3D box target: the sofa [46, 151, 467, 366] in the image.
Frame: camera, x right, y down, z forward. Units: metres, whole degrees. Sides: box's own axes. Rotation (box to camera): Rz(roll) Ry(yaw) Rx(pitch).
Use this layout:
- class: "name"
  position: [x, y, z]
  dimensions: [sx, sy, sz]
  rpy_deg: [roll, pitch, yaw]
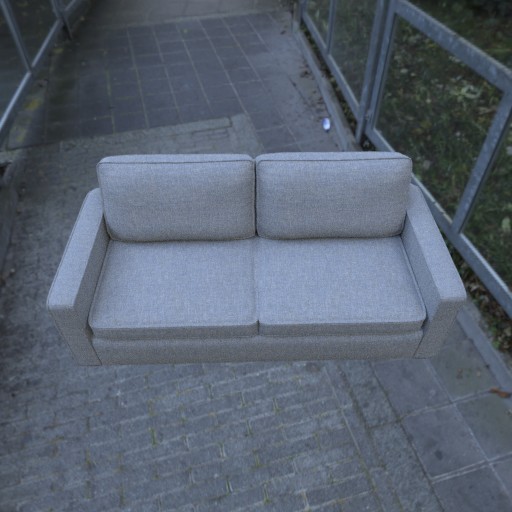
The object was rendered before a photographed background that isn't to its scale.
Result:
- class: "sofa"
  position: [0.000, 0.000, 2.559]
  dimensions: [2.078, 0.918, 0.945]
  rpy_deg: [-1, 46, -1]
